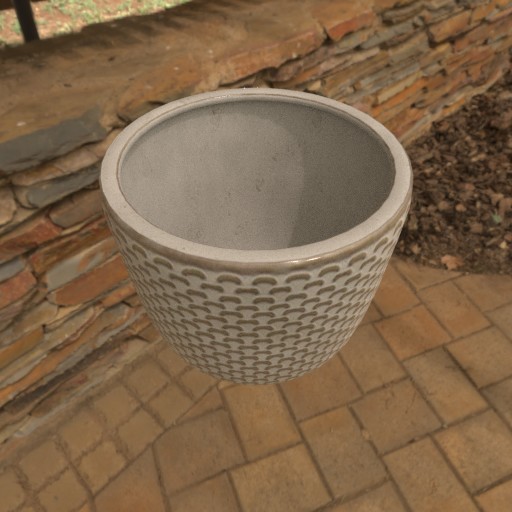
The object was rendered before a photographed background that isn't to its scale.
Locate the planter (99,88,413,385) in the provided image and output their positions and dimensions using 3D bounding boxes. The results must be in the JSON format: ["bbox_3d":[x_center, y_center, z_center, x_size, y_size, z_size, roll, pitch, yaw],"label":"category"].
[{"bbox_3d":[0.000,0.000,0.302,0.173,0.160,0.173,0,45,0],"label":"planter"}]
